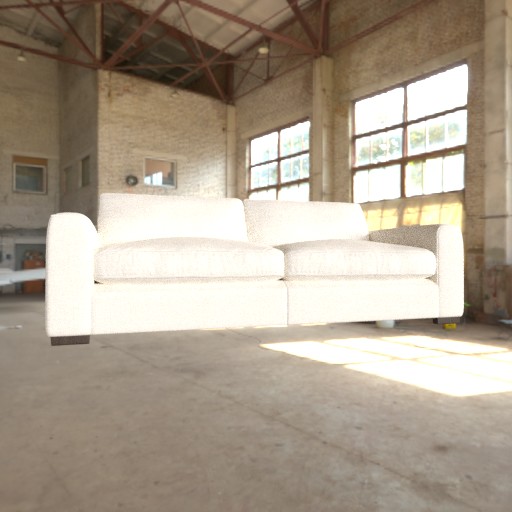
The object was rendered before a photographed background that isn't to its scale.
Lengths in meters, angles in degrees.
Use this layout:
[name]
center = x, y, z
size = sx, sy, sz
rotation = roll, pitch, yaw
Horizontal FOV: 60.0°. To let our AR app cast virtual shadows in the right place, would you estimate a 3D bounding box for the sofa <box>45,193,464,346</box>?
[sofa]
center = 0.000, 0.000, 2.738
size = 2.262, 0.801, 1.070
rotation = 0, 0, -18
